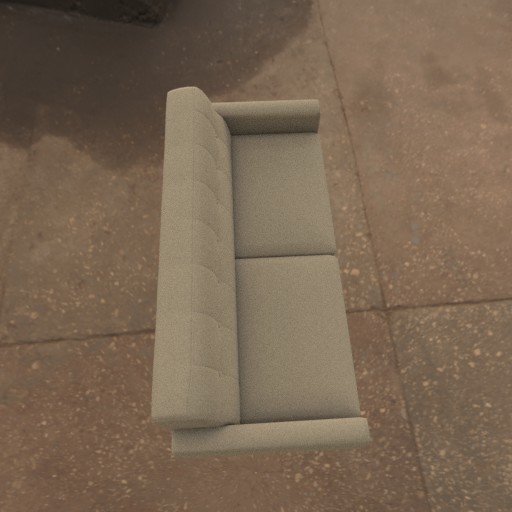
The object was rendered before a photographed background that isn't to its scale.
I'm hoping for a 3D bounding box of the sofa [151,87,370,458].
[{"bbox_3d":[0.000,0.000,2.625,0.980,0.892,2.137,-3,64,-1],"label":"sofa"}]
